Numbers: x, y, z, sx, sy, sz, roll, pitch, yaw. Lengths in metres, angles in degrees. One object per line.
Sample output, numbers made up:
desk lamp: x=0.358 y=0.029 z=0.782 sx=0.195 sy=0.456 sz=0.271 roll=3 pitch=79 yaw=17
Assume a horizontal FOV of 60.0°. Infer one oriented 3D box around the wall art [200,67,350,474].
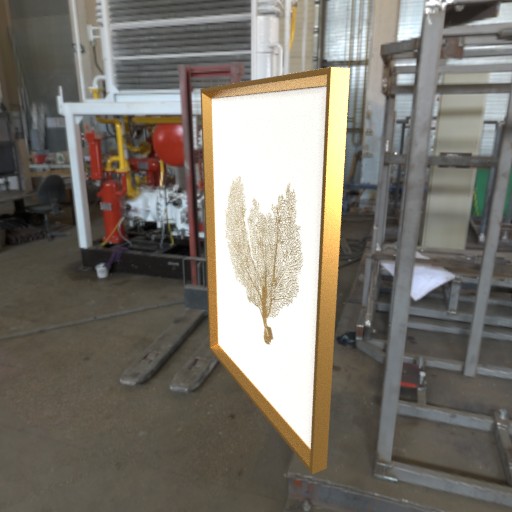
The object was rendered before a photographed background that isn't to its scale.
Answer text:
wall art: x=0.000 y=0.000 z=1.103 sx=0.038 sy=0.812 sz=0.610 roll=-9 pitch=19 yaw=-26
